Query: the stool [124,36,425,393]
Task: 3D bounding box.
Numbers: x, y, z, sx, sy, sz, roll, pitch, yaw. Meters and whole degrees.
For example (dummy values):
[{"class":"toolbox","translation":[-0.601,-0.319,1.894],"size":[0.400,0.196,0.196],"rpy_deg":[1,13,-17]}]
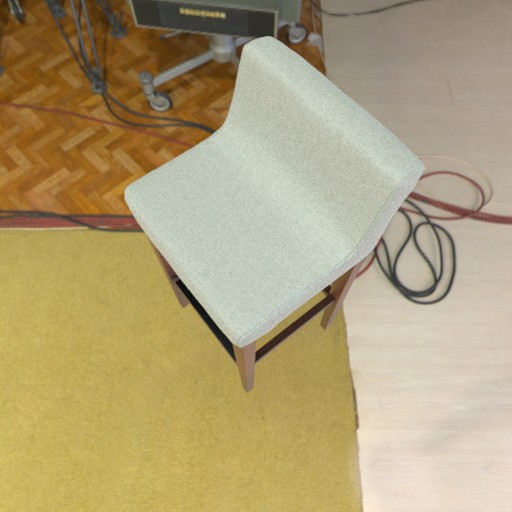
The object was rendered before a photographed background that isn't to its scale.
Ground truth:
[{"class":"stool","translation":[0.000,0.000,1.350],"size":[0.500,1.037,0.511],"rpy_deg":[-35,69,-16]}]
